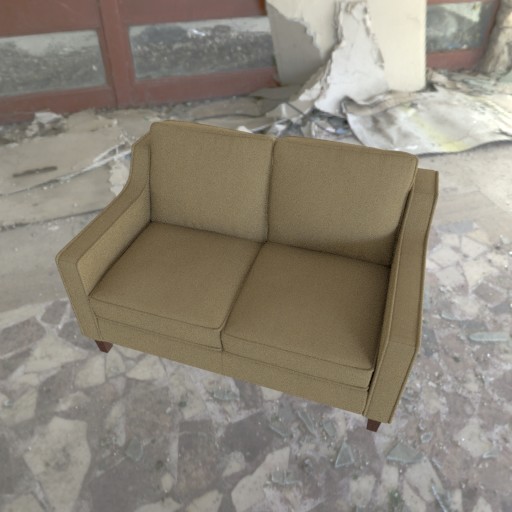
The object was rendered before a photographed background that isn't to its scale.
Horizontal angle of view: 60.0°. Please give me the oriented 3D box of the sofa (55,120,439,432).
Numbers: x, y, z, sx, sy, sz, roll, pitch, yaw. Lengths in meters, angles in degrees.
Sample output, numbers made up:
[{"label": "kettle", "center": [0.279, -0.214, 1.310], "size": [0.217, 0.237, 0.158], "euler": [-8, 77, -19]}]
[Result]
[{"label": "sofa", "center": [0.000, 0.000, 2.139], "size": [1.501, 0.971, 0.987], "euler": [12, 42, 14]}]
